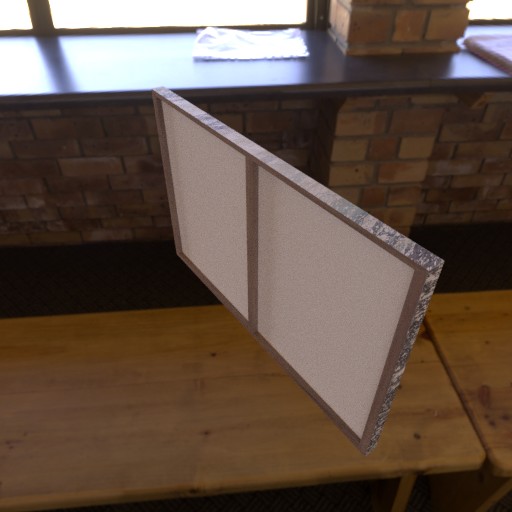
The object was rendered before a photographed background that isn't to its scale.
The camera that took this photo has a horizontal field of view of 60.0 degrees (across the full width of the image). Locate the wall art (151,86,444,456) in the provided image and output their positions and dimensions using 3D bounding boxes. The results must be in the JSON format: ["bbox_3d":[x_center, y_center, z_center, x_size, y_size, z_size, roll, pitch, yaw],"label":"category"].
[{"bbox_3d":[0.000,0.000,1.144,0.038,0.598,0.919,-26,47,-27],"label":"wall art"}]
